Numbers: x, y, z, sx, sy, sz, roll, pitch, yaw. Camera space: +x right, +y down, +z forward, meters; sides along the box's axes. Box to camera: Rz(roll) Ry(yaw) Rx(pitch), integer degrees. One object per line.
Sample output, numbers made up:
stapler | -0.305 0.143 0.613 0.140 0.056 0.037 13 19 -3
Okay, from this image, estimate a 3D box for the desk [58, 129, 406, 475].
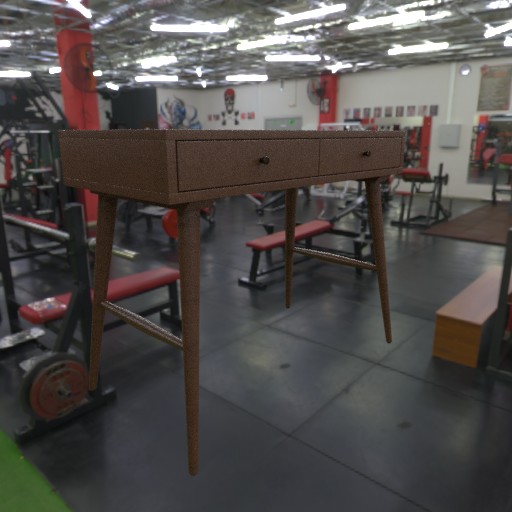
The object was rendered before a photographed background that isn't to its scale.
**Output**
desk | 0.000 0.000 1.391 0.510 0.758 0.949 15 21 42
